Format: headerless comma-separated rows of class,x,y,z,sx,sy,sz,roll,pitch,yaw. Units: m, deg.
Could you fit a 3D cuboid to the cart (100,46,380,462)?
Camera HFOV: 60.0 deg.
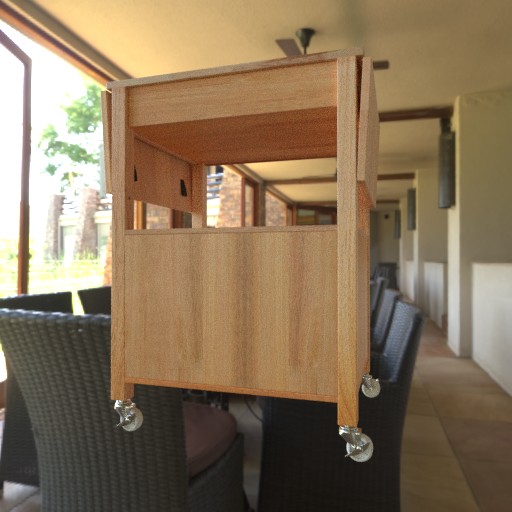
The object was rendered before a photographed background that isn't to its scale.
cart,0.000,0.000,1.213,0.640,0.838,0.508,0,-1,17
